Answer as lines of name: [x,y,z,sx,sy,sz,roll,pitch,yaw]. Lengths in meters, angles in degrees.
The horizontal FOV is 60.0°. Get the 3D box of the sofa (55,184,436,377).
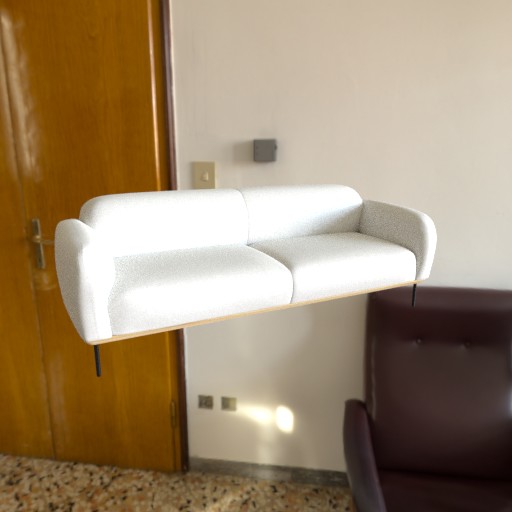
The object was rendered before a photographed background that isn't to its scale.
sofa: [0.000,0.000,2.737,2.257,0.780,0.880,-7,16,-26]
